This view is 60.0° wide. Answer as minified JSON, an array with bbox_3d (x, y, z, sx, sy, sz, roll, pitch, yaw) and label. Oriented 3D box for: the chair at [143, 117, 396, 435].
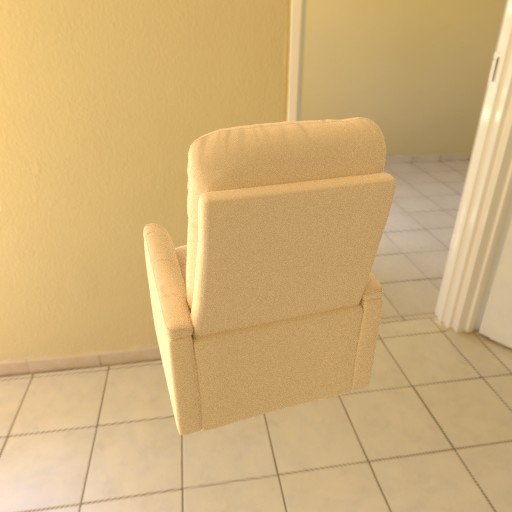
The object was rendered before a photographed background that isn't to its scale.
[{"bbox_3d":[0.000,0.000,1.665,0.775,1.082,0.831,-9,29,-16],"label":"chair"}]
